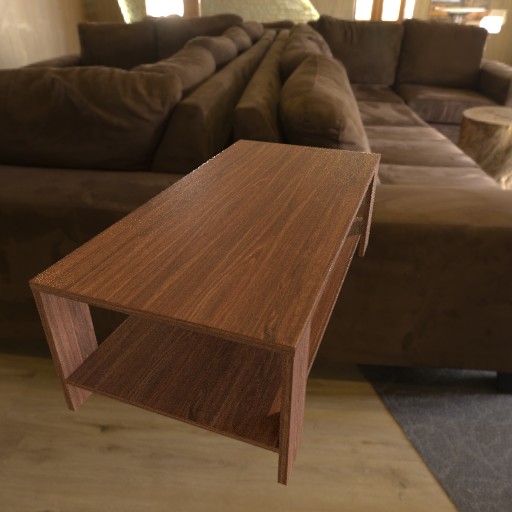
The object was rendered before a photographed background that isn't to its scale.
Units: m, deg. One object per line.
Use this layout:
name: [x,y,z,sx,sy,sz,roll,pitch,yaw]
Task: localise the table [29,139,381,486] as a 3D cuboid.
table: [0.000,0.000,1.454,0.600,0.400,1.200,11,32,18]
